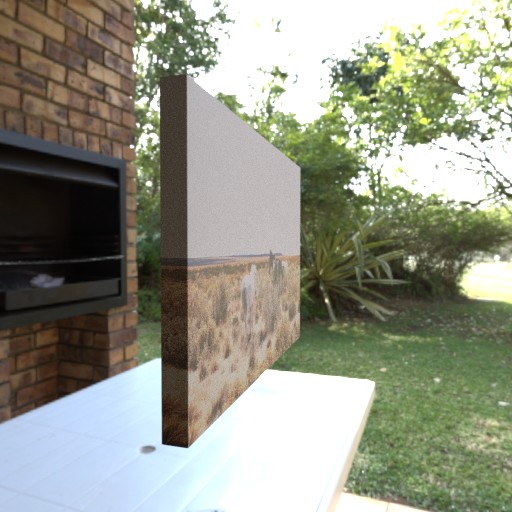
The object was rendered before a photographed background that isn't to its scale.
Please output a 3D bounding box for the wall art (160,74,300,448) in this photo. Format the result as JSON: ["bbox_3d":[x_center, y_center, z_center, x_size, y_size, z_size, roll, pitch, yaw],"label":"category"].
[{"bbox_3d":[0.000,0.000,1.164,0.050,0.610,0.914,0,2,17],"label":"wall art"}]
